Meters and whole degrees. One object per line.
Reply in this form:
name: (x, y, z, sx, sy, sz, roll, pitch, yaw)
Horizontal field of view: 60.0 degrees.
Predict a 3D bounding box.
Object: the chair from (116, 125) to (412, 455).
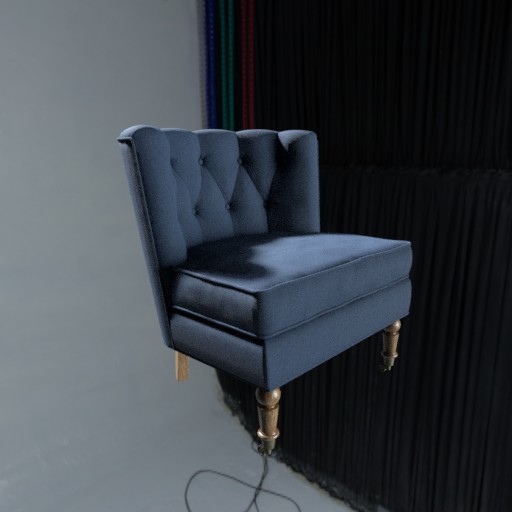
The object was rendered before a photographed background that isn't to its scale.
chair: (0.000, 0.000, 1.369, 0.718, 0.771, 0.740, 14, 20, 43)
